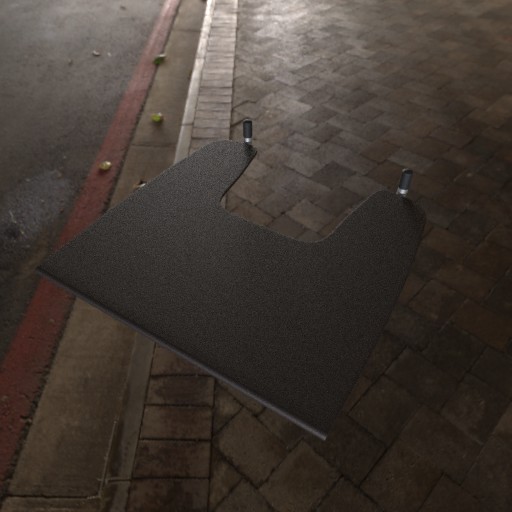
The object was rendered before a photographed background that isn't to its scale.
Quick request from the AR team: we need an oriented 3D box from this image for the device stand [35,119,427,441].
[{"bbox_3d":[0.000,0.000,0.358,0.230,0.092,0.230,24,50,22],"label":"device stand"}]
